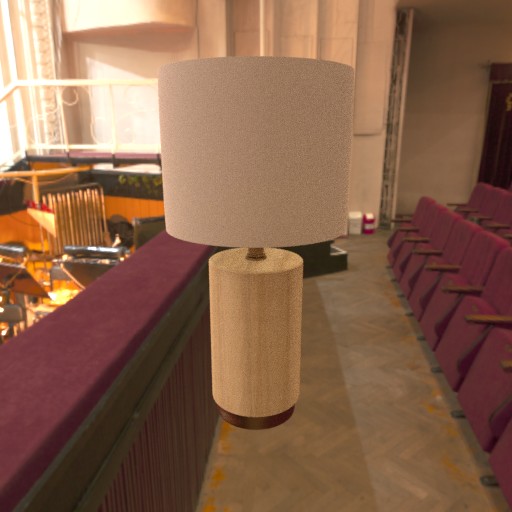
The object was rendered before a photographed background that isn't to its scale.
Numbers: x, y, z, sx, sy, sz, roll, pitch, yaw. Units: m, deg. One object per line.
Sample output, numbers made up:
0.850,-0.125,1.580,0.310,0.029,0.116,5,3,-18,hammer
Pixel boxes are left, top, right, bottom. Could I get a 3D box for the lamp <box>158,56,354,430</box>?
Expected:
0.000,0.000,0.577,0.228,0.444,0.228,2,15,9,lamp
